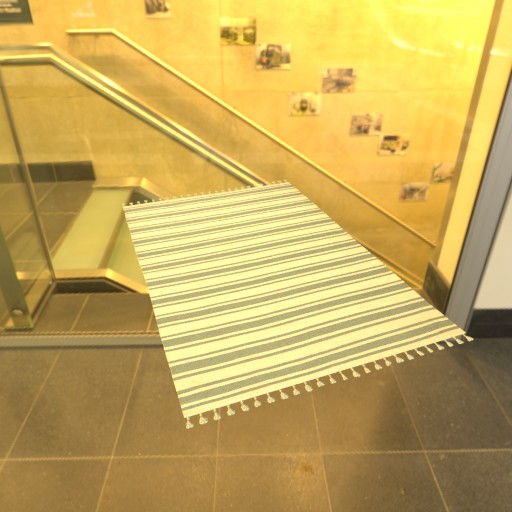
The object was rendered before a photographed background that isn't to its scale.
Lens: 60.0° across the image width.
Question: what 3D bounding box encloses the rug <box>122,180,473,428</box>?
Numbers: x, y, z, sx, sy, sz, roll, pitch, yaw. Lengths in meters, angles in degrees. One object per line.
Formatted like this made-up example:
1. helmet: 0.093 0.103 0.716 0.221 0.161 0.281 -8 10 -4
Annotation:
1. rug: 0.000 0.000 3.051 1.539 0.011 2.410 -11 33 -18
